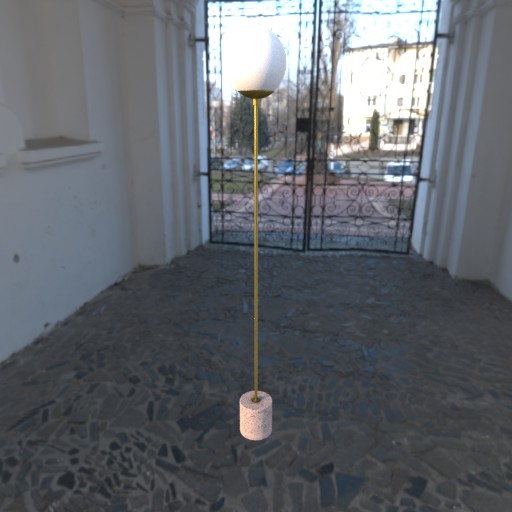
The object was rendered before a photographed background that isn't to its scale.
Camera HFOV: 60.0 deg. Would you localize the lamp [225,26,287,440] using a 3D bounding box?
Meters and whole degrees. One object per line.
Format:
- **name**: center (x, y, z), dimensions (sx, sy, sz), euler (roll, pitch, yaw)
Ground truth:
- **lamp**: center (0.000, 0.000, 1.873), dimensions (0.229, 1.748, 0.229), euler (8, 19, 24)
